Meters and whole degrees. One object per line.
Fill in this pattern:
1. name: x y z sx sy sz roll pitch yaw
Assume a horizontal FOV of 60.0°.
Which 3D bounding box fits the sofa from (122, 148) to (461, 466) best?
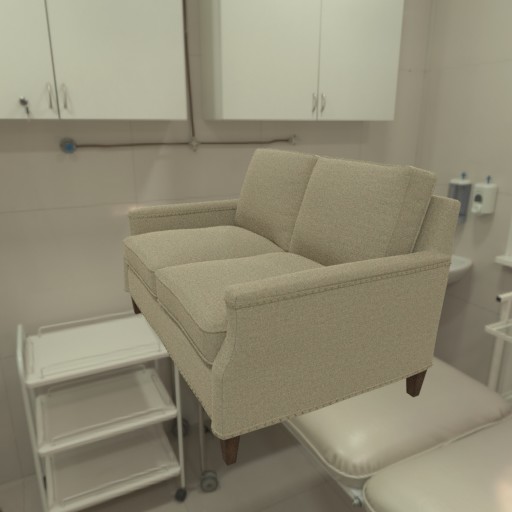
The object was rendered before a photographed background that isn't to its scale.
1. sofa: 0.000 0.000 2.256 1.084 1.003 1.597 -8 19 -26
